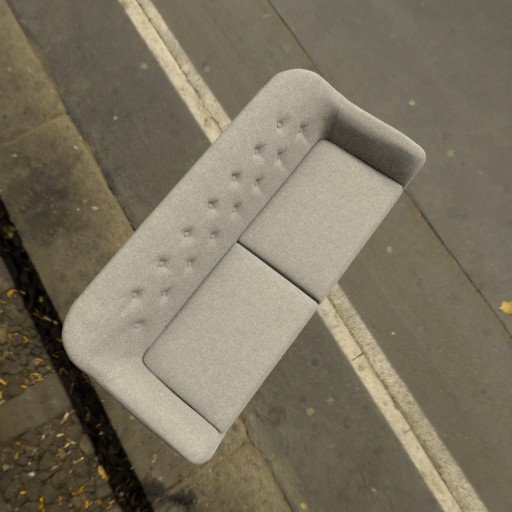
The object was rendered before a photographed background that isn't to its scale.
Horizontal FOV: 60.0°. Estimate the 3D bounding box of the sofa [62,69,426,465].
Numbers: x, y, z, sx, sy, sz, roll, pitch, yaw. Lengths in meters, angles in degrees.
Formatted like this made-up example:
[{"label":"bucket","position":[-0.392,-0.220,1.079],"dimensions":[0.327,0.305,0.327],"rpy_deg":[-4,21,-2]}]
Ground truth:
[{"label":"sofa","position":[0.000,0.000,2.233],"dimensions":[0.820,0.820,1.840],"rpy_deg":[37,78,9]}]
